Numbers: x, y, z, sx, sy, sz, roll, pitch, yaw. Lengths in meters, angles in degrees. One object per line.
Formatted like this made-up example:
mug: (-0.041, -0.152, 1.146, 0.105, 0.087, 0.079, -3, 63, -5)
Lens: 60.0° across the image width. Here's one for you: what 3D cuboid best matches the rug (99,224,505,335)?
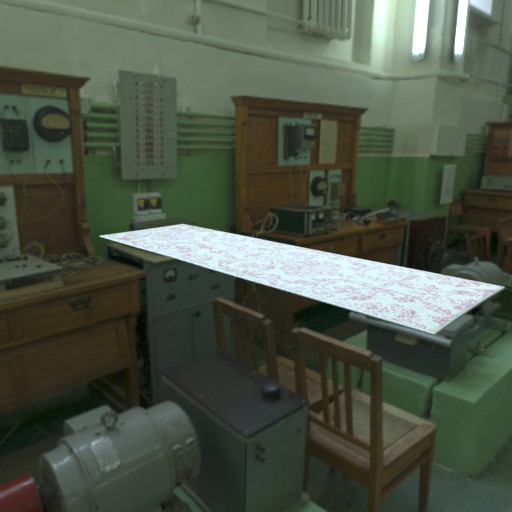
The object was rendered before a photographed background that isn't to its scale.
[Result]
rug: (0.000, 0.000, 2.321, 0.662, 0.011, 2.196, -13, 19, -43)
